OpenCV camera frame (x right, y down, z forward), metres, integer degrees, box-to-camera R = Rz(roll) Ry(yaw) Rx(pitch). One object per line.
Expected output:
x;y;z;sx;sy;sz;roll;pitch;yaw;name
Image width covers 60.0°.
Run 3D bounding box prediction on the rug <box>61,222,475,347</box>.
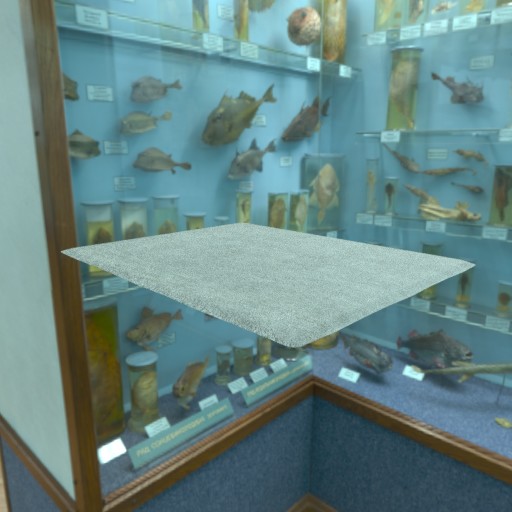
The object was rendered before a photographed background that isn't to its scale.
0.000;0.000;3.916;2.332;0.027;2.933;-13;19;-43;rug
